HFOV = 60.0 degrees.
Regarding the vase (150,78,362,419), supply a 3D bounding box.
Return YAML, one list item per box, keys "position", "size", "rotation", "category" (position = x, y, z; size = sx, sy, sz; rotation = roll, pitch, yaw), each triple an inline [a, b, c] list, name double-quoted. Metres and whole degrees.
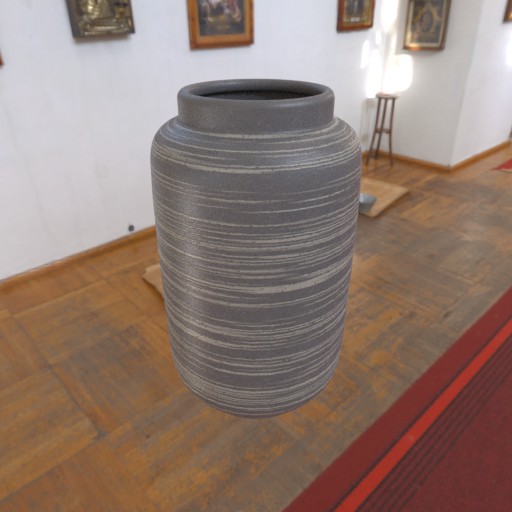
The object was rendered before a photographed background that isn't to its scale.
- position: [0.000, 0.000, 0.697]
  size: [0.297, 0.499, 0.297]
  rotation: [0, 29, 0]
  category: "vase"
